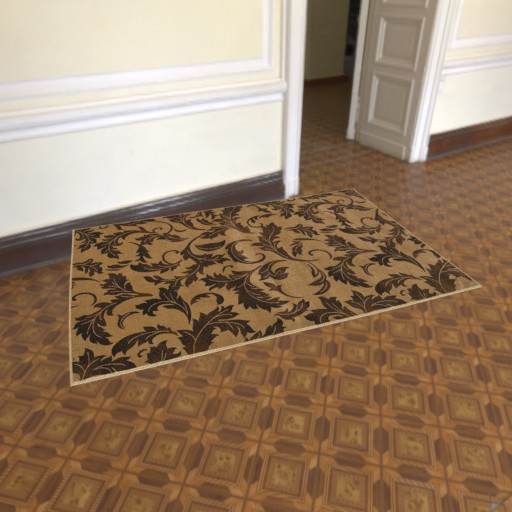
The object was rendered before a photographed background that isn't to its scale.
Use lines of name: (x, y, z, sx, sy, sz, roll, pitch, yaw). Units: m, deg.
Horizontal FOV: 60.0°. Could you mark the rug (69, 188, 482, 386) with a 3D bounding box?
rug: (0.000, 0.000, 2.878, 2.284, 0.008, 1.522, -10, 34, -16)
